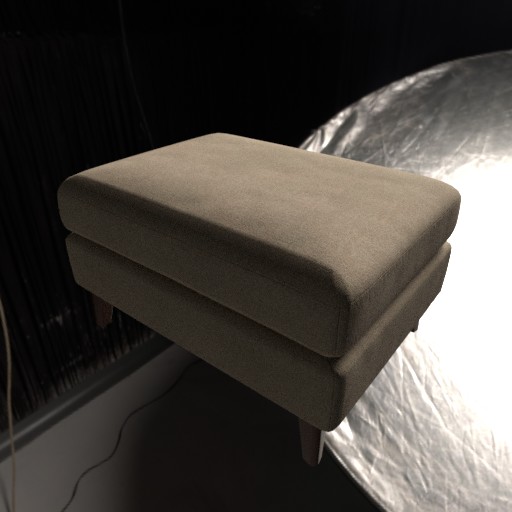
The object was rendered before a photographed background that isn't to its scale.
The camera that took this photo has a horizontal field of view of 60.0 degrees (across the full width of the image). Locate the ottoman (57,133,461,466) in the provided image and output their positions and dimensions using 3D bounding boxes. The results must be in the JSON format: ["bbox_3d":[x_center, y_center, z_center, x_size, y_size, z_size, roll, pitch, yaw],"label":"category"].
[{"bbox_3d":[0.000,0.000,1.168,0.823,0.478,0.610,21,36,33],"label":"ottoman"}]
